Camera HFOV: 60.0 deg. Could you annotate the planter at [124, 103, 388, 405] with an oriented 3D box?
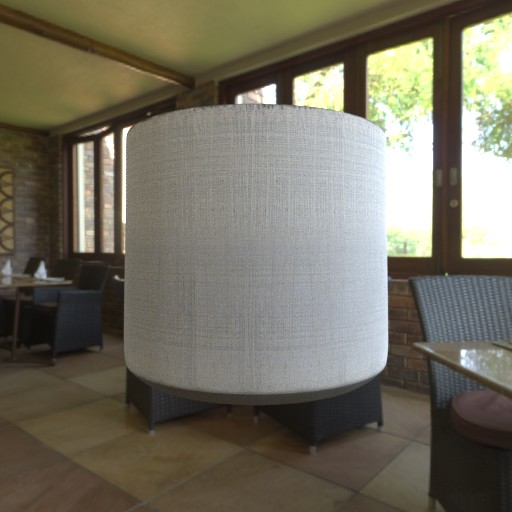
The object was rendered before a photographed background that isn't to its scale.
[{"bbox_3d":[0.000,0.000,0.394,0.226,0.201,0.226,0,1,0],"label":"planter"}]
